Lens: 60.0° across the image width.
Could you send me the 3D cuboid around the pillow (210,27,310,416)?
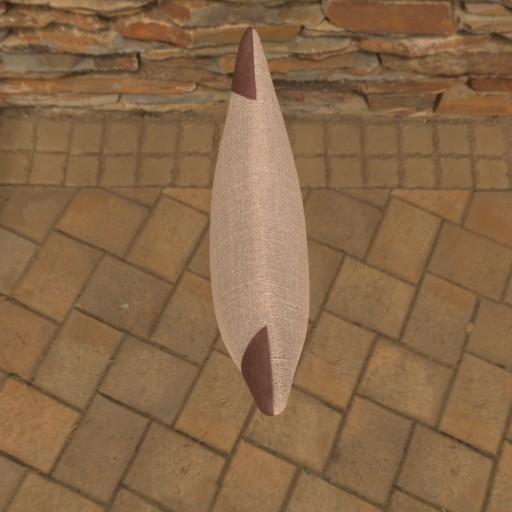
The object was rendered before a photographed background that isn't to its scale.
[{"bbox_3d":[0.000,0.000,0.672,0.147,0.448,0.437,-4,75,-1],"label":"pillow"}]
